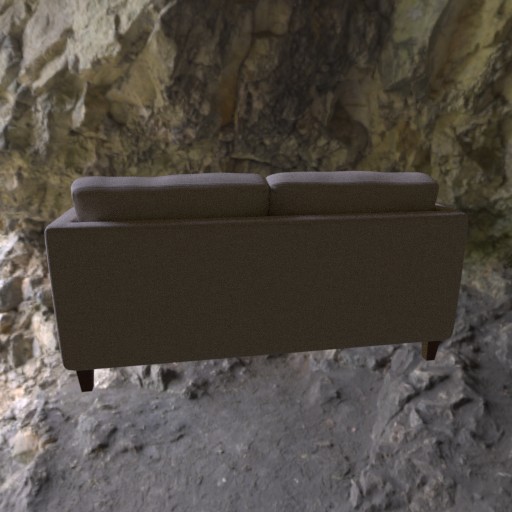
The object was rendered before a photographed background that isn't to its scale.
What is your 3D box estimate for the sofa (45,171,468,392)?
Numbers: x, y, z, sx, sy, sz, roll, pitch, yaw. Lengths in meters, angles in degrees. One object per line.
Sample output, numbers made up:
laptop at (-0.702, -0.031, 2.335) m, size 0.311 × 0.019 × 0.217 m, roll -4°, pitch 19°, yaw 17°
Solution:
sofa at (0.000, 0.000, 2.411) m, size 1.884 × 0.947 × 0.951 m, roll -3°, pitch 16°, yaw -9°
